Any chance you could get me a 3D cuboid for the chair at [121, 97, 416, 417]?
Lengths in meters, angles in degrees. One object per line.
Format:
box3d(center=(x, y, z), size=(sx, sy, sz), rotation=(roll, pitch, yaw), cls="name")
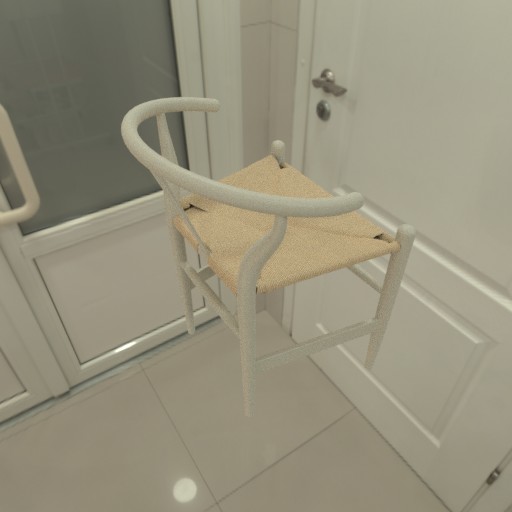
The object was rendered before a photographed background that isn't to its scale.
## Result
box3d(center=(0.000, 0.000, 1.084), size=(0.500, 0.736, 0.533), rotation=(-24, 46, -25), cls="chair")
